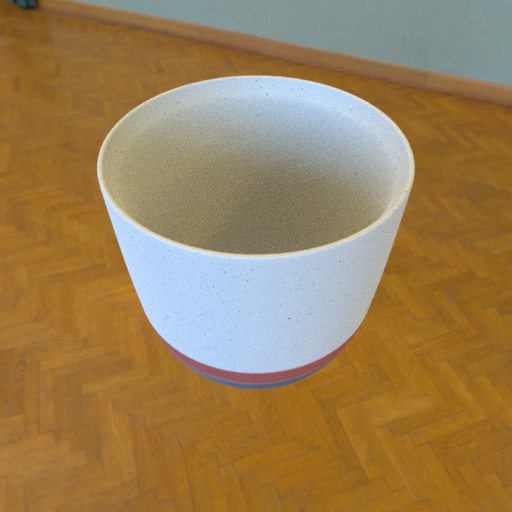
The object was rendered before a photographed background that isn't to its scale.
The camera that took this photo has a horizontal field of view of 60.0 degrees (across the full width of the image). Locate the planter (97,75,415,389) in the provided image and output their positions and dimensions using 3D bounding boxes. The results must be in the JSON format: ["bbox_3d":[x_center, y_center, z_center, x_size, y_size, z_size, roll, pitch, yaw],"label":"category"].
[{"bbox_3d":[0.000,0.000,0.369,0.204,0.214,0.204,0,47,0],"label":"planter"}]
